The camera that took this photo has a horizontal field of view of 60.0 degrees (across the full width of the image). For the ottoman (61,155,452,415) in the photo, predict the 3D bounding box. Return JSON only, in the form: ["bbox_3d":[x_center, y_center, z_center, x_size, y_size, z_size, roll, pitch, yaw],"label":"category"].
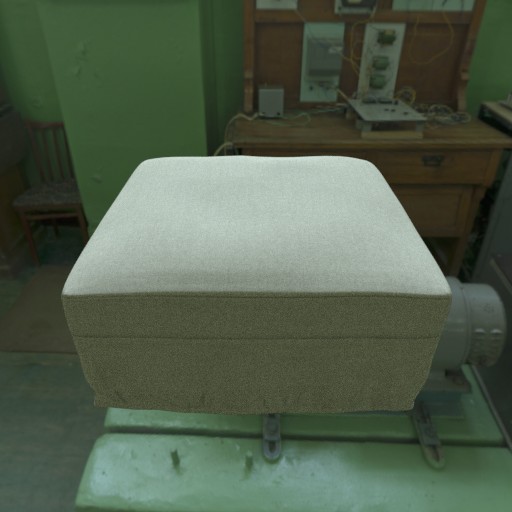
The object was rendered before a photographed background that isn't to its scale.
[{"bbox_3d":[0.000,0.000,1.341,0.843,0.436,0.840,0,32,0],"label":"ottoman"}]
